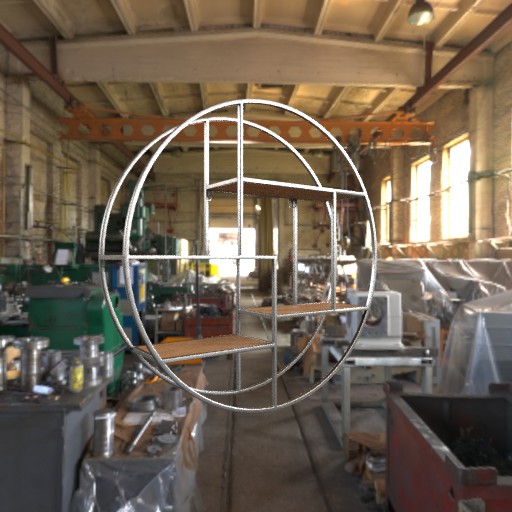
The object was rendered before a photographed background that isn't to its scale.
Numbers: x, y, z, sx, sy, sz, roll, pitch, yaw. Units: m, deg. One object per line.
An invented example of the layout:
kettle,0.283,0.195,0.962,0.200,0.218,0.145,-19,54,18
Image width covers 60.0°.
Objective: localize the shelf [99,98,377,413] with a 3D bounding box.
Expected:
shelf,0.000,0.000,1.357,0.888,0.888,0.202,0,0,-36
